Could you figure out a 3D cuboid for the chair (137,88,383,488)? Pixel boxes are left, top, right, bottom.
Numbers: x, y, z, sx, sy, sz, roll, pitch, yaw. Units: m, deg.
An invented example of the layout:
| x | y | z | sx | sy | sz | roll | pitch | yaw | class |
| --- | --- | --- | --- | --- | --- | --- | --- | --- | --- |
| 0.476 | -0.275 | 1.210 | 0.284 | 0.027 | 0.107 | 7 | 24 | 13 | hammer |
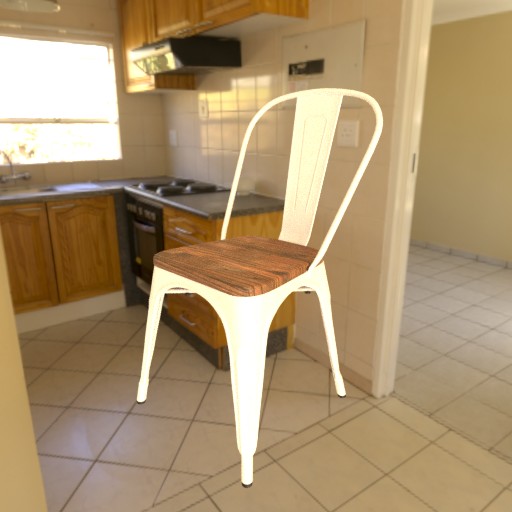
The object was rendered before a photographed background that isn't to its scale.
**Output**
| x | y | z | sx | sy | sz | roll | pitch | yaw | class |
| --- | --- | --- | --- | --- | --- | --- | --- | --- | --- |
| 0.000 | 0.000 | 1.167 | 0.452 | 0.851 | 0.521 | 16 | 23 | 42 | chair |
